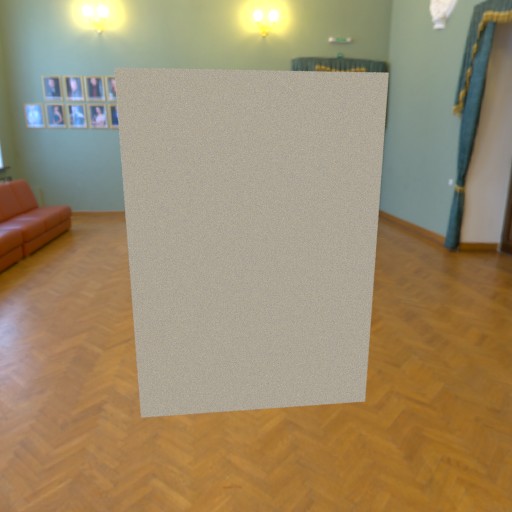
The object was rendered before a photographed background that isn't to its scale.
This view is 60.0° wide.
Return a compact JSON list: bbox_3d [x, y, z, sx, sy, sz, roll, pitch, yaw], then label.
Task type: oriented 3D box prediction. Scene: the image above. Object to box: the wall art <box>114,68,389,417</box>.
[{"bbox_3d":[0.000,0.000,0.686,0.381,0.533,0.013,-2,15,-7],"label":"wall art"}]
